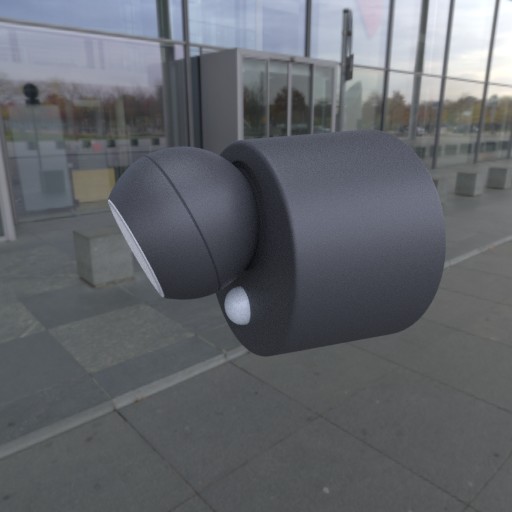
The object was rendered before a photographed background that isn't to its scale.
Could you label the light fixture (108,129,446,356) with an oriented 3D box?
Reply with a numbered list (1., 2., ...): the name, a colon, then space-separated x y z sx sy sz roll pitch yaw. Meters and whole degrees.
1. light fixture: 0.000 0.000 0.262 0.160 0.143 0.134 -8 18 -25
